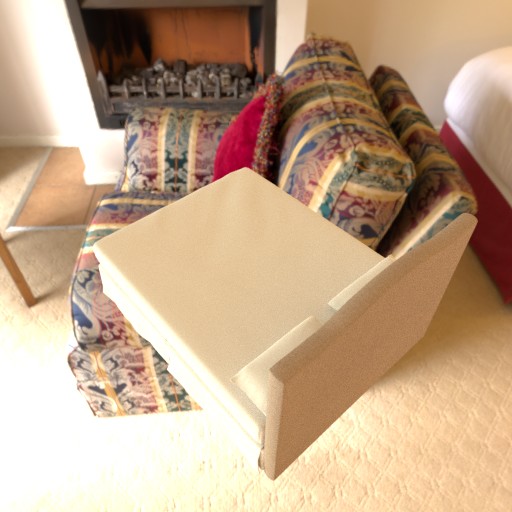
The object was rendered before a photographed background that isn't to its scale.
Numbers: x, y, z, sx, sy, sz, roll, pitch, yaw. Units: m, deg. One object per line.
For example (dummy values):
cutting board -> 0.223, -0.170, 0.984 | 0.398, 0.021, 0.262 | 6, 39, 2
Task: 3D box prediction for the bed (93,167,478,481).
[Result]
bed -> 0.000, 0.000, 3.414 | 1.821, 1.436, 2.282 | -32, 54, -27
